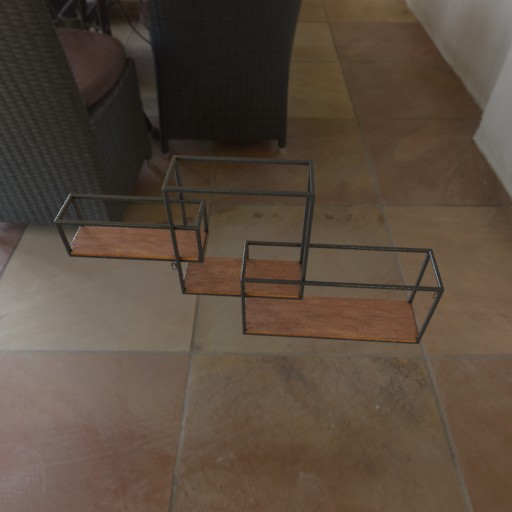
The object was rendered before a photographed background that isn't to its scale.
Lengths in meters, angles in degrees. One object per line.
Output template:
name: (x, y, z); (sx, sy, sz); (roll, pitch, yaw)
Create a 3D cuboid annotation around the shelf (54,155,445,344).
shelf: (0.000, 0.000, 2.179); (1.781, 0.972, 0.275); (3, 46, 3)
